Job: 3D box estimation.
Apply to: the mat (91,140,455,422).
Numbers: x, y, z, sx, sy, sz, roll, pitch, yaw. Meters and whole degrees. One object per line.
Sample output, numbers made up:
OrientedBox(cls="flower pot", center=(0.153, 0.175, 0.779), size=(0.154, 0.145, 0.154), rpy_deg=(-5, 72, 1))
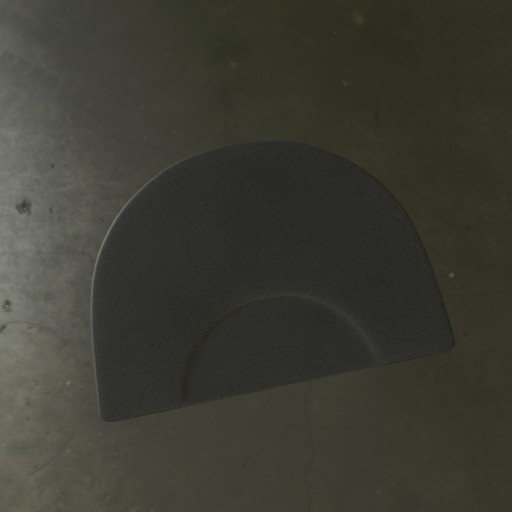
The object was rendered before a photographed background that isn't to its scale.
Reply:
OrientedBox(cls="mat", center=(0.000, 0.000, 1.591), size=(1.220, 0.016, 0.917), rpy_deg=(-11, 75, -3))
